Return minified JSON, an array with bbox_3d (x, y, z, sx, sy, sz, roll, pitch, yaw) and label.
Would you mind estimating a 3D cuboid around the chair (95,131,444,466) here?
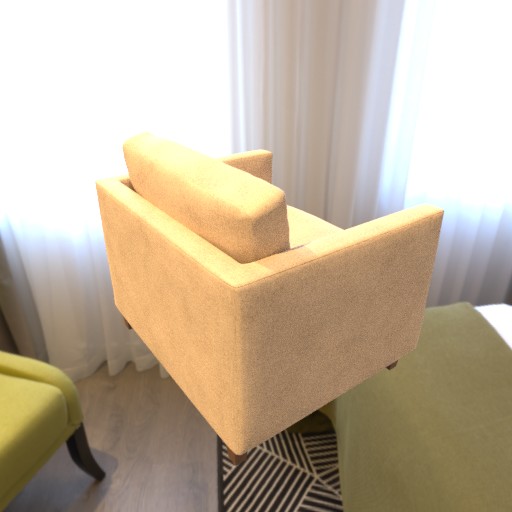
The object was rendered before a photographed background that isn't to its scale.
[{"bbox_3d":[0.000,0.000,1.879,0.959,0.961,1.133,-18,33,-32],"label":"chair"}]
